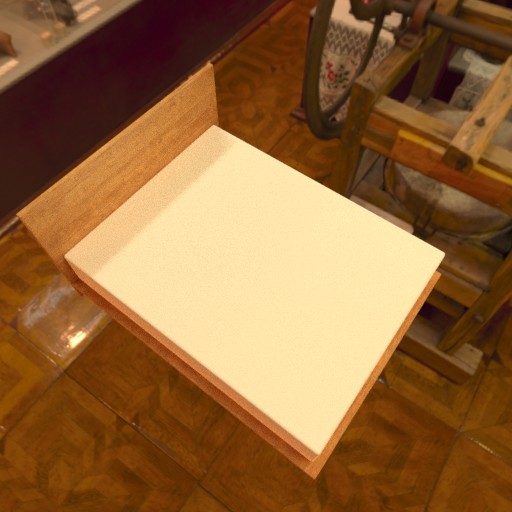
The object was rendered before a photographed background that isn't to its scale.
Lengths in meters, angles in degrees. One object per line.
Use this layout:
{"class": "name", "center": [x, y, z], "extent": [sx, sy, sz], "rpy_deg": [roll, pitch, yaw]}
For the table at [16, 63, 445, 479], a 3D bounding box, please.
{"class": "table", "center": [0.000, 0.000, 2.991], "extent": [2.149, 1.041, 1.707], "rpy_deg": [33, 64, 18]}
